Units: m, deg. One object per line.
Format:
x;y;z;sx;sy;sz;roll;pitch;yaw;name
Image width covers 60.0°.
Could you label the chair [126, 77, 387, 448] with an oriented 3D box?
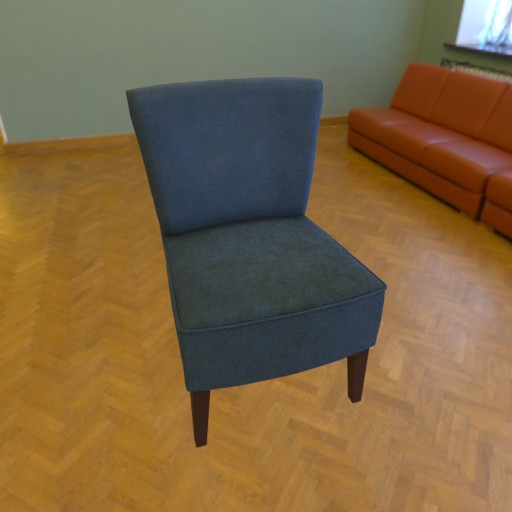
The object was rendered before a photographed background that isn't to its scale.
0.000;0.000;1.176;0.521;0.806;0.551;-10;33;-16;chair
